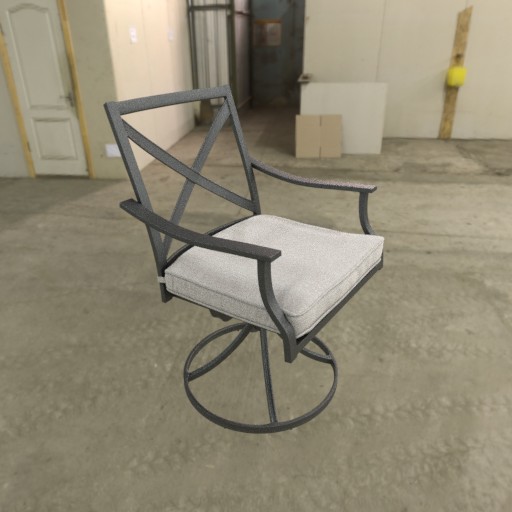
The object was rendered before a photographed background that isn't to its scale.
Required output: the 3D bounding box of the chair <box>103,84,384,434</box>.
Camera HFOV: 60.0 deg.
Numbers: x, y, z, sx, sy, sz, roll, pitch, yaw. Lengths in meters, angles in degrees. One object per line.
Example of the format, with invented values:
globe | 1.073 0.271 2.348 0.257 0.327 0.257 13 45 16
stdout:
chair | 0.000 0.000 1.328 0.620 0.889 0.575 18 32 31
